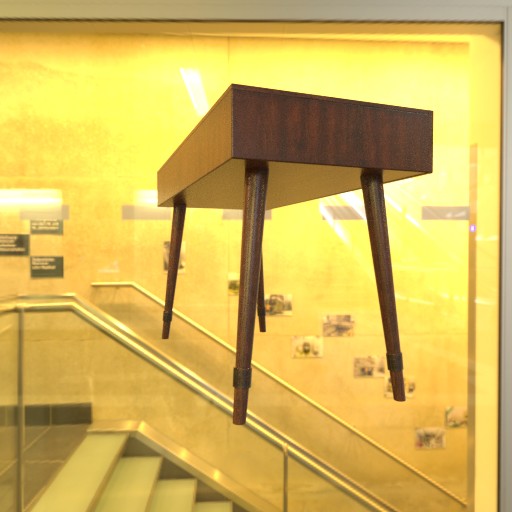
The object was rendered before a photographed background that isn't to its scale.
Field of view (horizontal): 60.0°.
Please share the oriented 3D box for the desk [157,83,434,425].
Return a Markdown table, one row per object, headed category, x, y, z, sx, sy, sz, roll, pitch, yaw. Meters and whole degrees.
| category | x | y | z | sx | sy | sz | roll | pitch | yaw |
| --- | --- | --- | --- | --- | --- | --- | --- | --- | --- |
| desk | 0.000 | 0.000 | 2.159 | 0.734 | 1.031 | 1.577 | 0 | 1 | -20 |
